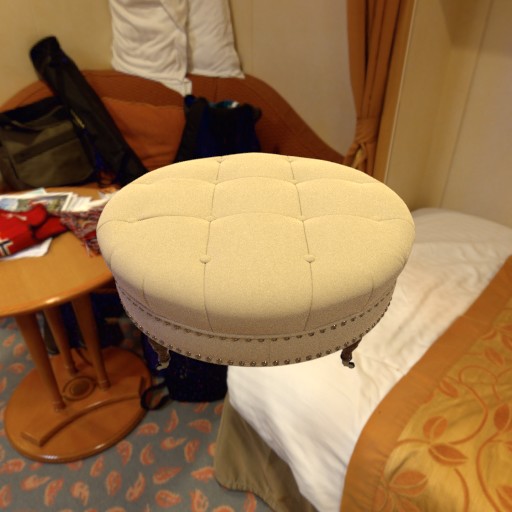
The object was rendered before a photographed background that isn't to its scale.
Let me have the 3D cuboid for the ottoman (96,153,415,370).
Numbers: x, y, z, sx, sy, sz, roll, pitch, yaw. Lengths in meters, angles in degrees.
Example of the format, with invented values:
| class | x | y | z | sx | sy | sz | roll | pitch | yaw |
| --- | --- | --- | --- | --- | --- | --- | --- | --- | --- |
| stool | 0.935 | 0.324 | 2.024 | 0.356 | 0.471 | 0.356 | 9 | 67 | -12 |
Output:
| class | x | y | z | sx | sy | sz | roll | pitch | yaw |
| --- | --- | --- | --- | --- | --- | --- | --- | --- | --- |
| ottoman | 0.000 | 0.000 | 1.387 | 0.901 | 0.439 | 0.901 | 0 | 33 | 0 |
